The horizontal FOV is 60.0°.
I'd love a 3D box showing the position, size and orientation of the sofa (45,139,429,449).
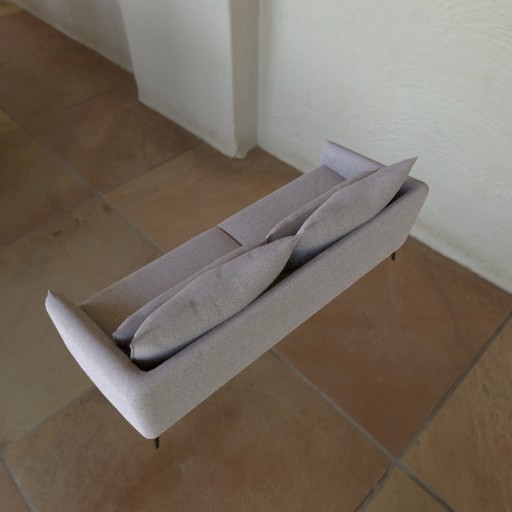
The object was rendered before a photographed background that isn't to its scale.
[{"bbox_3d":[0.000,0.000,2.391,2.022,0.833,0.809,-33,56,-26],"label":"sofa"}]
